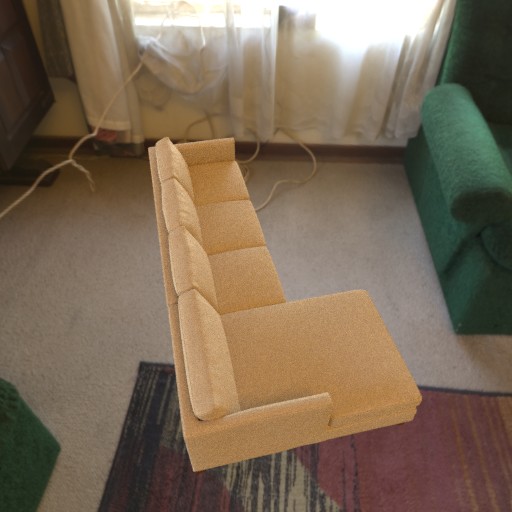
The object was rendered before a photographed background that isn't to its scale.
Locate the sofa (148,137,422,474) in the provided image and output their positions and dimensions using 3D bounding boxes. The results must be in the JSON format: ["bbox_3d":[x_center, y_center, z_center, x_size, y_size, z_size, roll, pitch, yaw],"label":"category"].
[{"bbox_3d":[0.000,0.000,3.949,1.625,0.846,3.186,-10,47,-9],"label":"sofa"}]
